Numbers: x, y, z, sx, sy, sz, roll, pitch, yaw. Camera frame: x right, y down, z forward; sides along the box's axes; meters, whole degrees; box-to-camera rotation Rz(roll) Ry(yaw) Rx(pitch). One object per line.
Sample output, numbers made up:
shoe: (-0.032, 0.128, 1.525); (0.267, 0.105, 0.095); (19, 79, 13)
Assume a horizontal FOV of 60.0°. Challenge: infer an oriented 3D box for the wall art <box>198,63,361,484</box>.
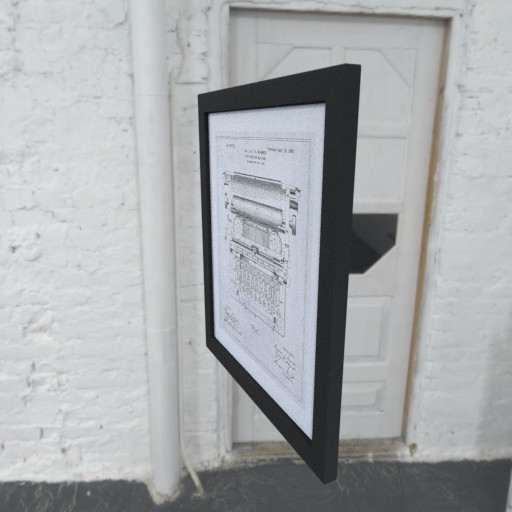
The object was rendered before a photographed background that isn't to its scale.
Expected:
wall art: (0.000, 0.000, 0.698); (0.021, 0.508, 0.432); (-8, 18, -26)
